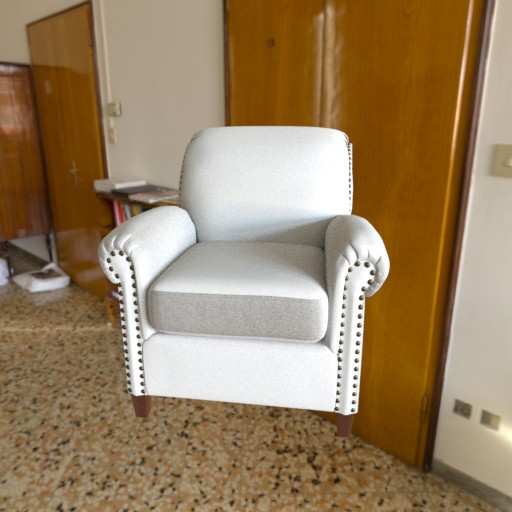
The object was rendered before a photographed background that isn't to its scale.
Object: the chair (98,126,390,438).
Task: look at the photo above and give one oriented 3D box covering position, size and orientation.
[{"bbox_3d":[0.000,0.000,1.654,0.854,0.927,0.890,2,17,8],"label":"chair"}]
